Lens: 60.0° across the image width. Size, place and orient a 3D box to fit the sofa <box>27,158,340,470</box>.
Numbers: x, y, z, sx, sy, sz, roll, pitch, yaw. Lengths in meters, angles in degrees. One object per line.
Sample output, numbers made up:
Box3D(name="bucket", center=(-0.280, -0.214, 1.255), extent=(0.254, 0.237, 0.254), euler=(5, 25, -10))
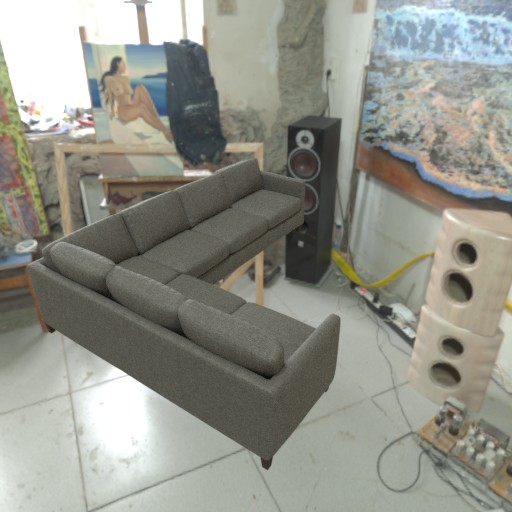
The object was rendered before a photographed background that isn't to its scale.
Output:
Box3D(name="sofa", center=(0.000, 0.000, 4.449), extent=(2.593, 0.947, 3.302), euler=(19, 35, 30))
